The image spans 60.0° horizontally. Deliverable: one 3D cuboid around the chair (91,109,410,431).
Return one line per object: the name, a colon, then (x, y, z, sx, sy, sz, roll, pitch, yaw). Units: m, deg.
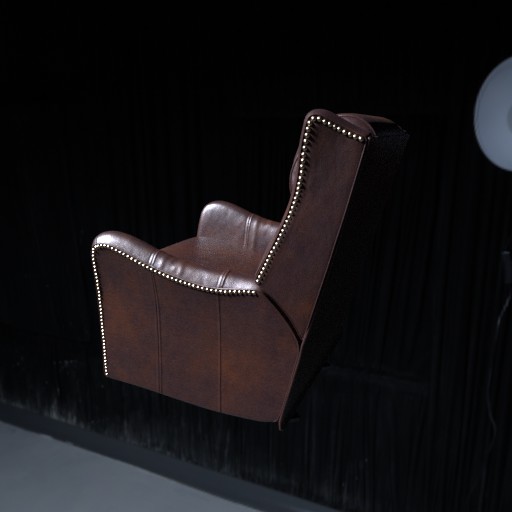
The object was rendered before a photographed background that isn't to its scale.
chair: (0.000, 0.000, 1.787, 1.008, 1.084, 0.869, 7, 17, 24)
